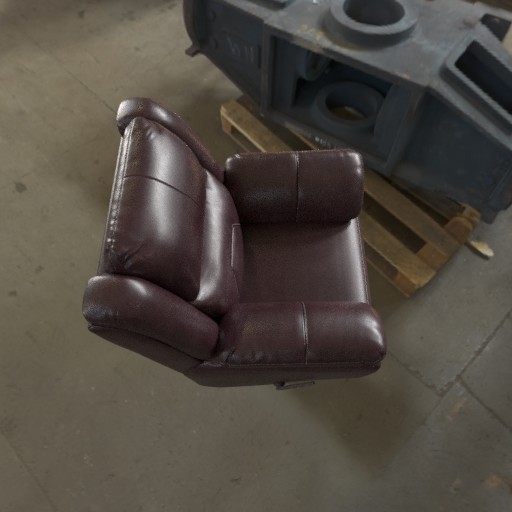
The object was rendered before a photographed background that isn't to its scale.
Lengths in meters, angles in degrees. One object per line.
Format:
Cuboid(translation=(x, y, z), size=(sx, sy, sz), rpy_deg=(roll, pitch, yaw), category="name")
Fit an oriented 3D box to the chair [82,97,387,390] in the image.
Cuboid(translation=(0.000, 0.000, 1.893), size=(1.041, 1.093, 0.990), rpy_deg=(0, 64, 0), category="chair")
